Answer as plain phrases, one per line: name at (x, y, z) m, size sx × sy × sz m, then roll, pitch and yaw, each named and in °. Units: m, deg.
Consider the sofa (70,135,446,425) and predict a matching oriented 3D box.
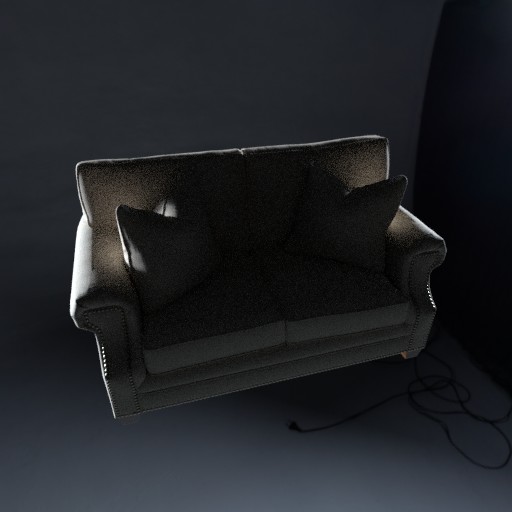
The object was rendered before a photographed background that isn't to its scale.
sofa at (0.000, 0.000, 2.236) m, size 1.701 × 0.966 × 0.966 m, roll -9°, pitch 33°, yaw -14°
